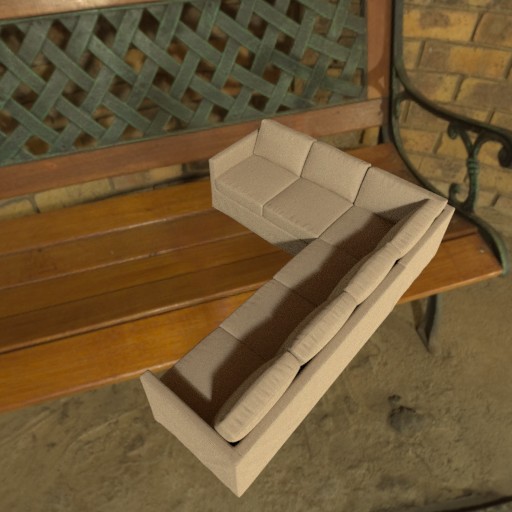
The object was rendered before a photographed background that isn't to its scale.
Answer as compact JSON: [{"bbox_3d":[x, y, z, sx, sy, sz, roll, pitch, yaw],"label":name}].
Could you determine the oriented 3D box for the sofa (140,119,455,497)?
[{"bbox_3d":[0.000,0.000,4.215,2.432,0.871,3.182,32,55,27],"label":"sofa"}]
